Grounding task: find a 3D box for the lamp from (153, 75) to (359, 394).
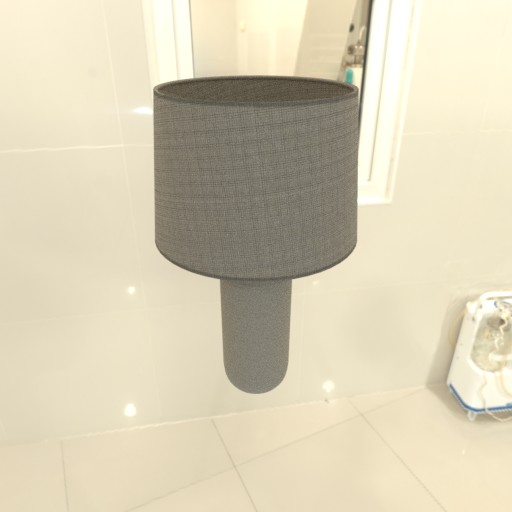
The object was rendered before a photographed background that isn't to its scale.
[{"bbox_3d":[0.000,0.000,0.844,0.367,0.609,0.367,0,28,0],"label":"lamp"}]
